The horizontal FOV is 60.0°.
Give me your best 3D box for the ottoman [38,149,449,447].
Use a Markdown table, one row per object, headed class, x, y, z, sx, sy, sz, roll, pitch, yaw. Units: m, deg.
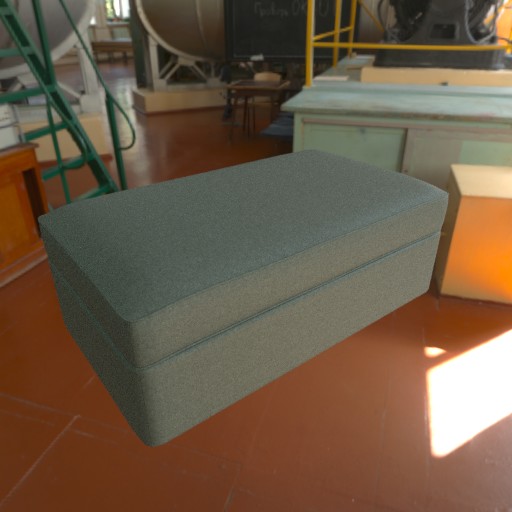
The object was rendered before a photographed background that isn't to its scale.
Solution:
| class | x | y | z | sx | sy | sz | roll | pitch | yaw |
| --- | --- | --- | --- | --- | --- | --- | --- | --- | --- |
| ottoman | 0.000 | 0.000 | 1.503 | 1.173 | 0.494 | 0.681 | -20 | 35 | -33 |
